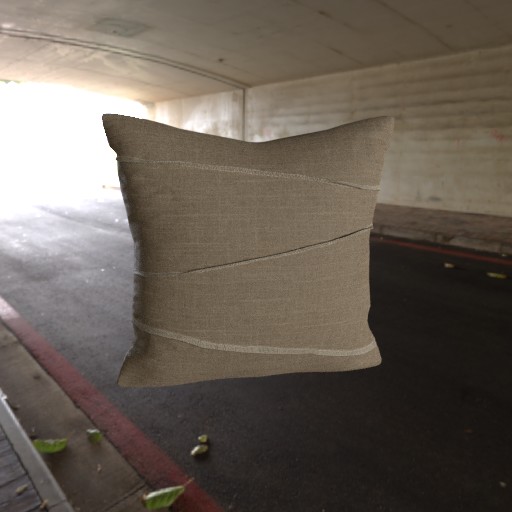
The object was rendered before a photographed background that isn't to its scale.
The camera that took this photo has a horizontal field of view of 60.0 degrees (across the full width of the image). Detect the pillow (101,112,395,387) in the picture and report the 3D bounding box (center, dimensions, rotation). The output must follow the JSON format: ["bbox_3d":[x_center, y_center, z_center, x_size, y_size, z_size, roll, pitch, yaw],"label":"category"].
[{"bbox_3d":[0.000,0.000,0.653,0.424,0.400,0.169,-2,14,-9],"label":"pillow"}]
